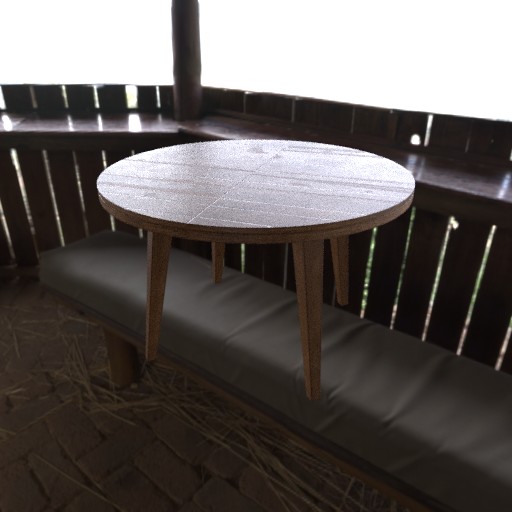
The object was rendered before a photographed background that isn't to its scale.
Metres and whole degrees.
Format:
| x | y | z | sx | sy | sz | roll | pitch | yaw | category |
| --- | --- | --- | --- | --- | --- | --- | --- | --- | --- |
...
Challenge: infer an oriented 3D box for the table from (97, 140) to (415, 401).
| x | y | z | sx | sy | sz | roll | pitch | yaw | category |
| --- | --- | --- | --- | --- | --- | --- | --- | --- | --- |
| 0.000 | 0.000 | 1.943 | 1.213 | 0.764 | 1.213 | 0 | 26 | 0 | table |
